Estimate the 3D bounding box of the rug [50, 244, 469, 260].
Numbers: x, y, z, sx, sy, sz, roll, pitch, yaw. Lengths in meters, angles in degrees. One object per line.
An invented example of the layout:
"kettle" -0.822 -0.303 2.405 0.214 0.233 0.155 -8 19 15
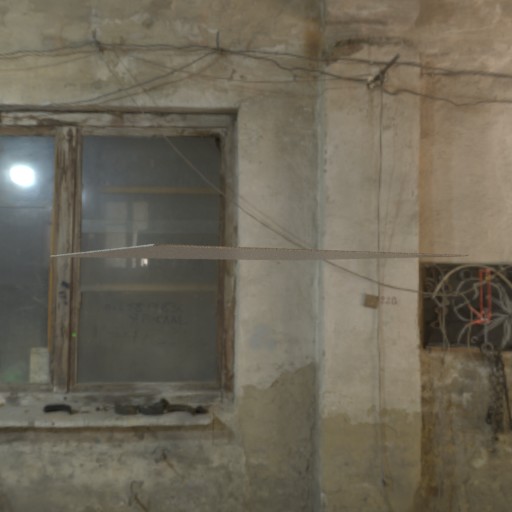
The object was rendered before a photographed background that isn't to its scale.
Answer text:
"rug" 0.000 0.000 4.140 3.072 0.011 2.451 1 -2 -36
